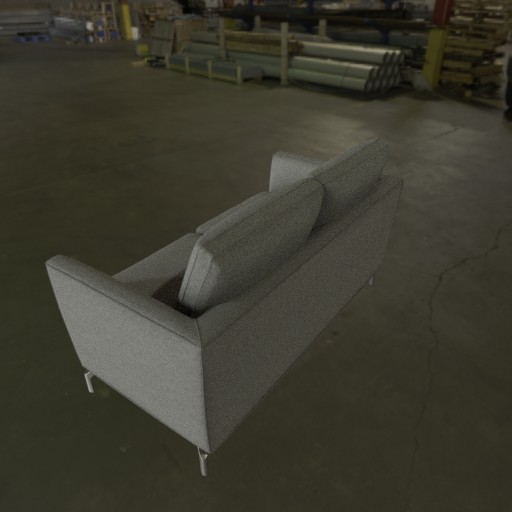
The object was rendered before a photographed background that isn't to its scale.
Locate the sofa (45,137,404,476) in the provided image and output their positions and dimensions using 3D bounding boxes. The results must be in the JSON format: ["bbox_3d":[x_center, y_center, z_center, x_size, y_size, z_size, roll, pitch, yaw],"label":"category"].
[{"bbox_3d":[0.000,0.000,2.097,0.803,0.924,1.594,21,37,30],"label":"sofa"}]
